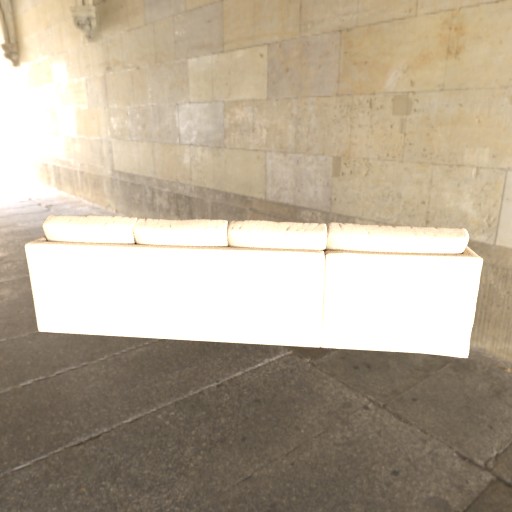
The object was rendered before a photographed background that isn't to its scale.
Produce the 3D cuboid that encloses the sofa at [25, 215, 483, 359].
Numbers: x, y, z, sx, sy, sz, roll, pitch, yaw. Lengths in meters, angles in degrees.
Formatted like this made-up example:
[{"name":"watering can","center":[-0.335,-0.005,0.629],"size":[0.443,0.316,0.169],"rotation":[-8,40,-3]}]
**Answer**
[{"name":"sofa","center":[0.000,0.000,3.878],"size":[3.205,0.922,1.650],"rotation":[2,17,6]}]
